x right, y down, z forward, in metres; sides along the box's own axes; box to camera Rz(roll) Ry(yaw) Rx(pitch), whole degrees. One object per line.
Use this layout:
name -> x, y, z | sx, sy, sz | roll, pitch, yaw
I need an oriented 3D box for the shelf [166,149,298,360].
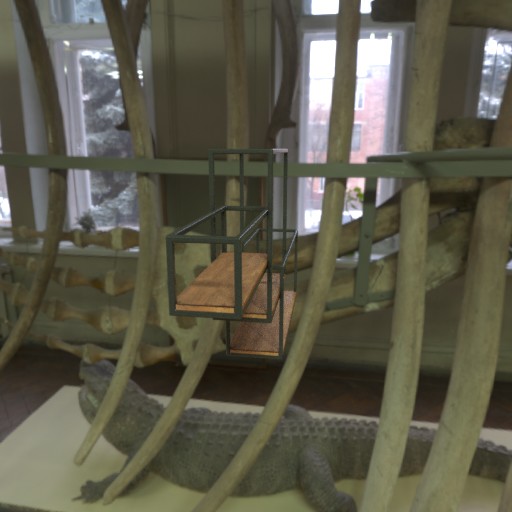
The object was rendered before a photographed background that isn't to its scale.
shelf -> 0.000, 0.000, 2.071 | 0.275, 0.972, 1.781 | 2, 14, 9
